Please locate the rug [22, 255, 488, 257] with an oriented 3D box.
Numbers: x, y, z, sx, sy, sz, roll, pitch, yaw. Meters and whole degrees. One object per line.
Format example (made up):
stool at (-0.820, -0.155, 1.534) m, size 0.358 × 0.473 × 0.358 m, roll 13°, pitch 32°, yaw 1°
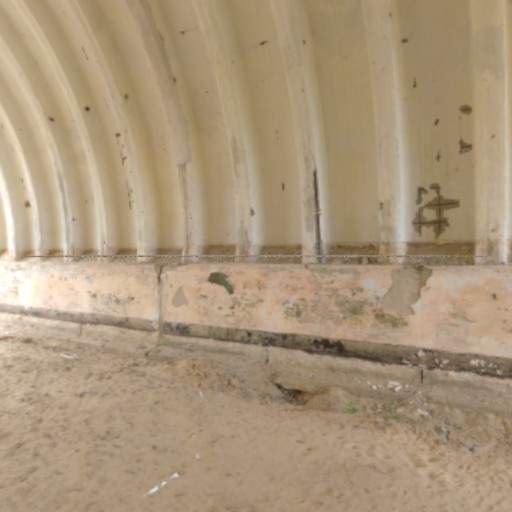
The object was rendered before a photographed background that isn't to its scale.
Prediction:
rug at (0.000, 0.000, 2.704) m, size 2.438 × 0.006 × 0.783 m, roll 0°, pitch 0°, yaw -1°
